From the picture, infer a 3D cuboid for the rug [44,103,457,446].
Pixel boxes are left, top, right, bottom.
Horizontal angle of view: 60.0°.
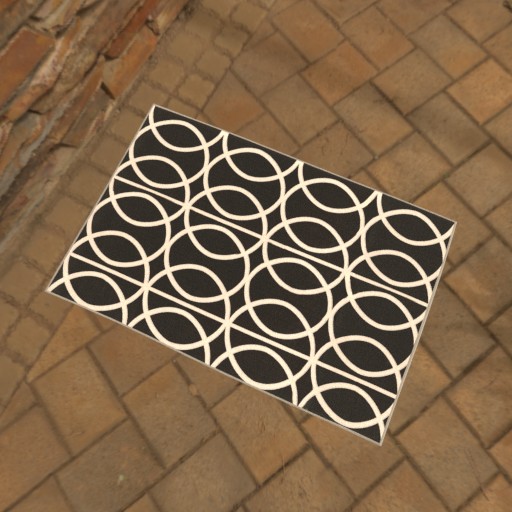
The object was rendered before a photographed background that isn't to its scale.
[{"bbox_3d":[0.000,0.000,2.902,2.294,0.014,1.528,23,75,6],"label":"rug"}]
